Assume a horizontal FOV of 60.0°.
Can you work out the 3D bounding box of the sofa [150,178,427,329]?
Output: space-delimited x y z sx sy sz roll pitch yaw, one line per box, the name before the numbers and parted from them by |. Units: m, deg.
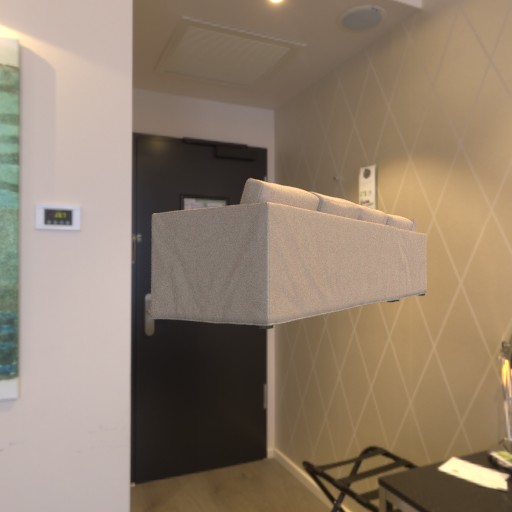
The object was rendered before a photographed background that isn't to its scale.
sofa | 0.000 0.000 4.329 2.432 0.871 3.182 -1 -1 36
